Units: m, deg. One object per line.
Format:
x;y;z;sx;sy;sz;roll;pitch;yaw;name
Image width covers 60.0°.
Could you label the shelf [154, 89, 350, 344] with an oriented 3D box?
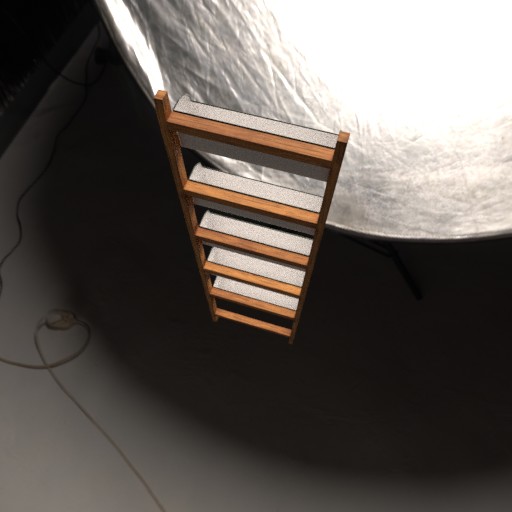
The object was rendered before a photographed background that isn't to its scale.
0.000;0.000;1.731;0.454;1.600;0.141;15;64;8;shelf
